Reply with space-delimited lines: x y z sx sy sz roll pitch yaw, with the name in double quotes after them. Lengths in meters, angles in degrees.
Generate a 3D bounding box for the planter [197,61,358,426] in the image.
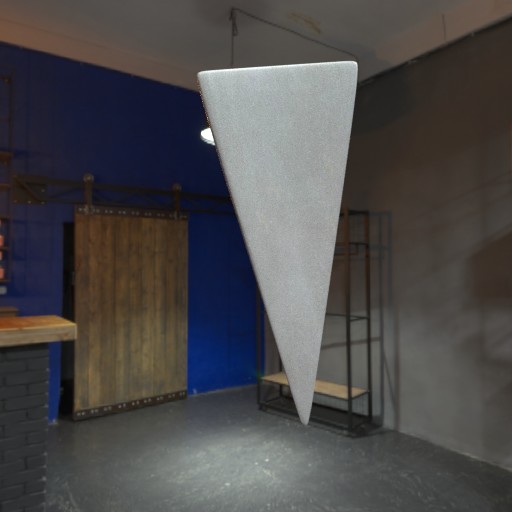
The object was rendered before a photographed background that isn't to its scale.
0.000 0.000 0.159 0.047 0.130 0.058 1 -2 -34 "planter"
